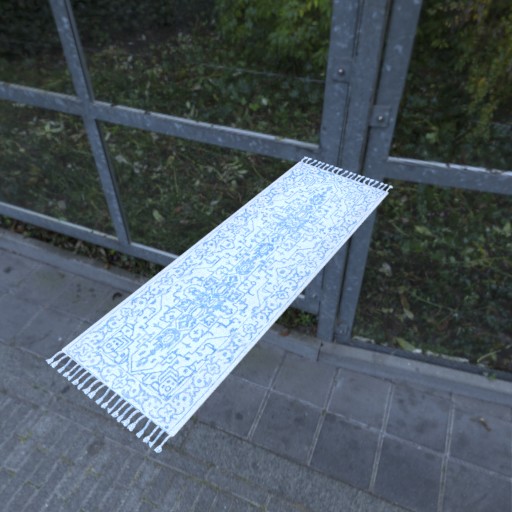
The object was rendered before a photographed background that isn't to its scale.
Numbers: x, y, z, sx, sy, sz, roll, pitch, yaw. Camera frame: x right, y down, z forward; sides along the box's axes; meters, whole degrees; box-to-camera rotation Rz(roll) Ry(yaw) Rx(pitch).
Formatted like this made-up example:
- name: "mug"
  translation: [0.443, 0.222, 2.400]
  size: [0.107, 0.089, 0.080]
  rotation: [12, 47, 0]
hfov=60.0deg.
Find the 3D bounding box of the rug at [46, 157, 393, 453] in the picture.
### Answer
- name: "rug"
  translation: [0.000, 0.000, 2.726]
  size: [0.774, 0.011, 2.449]
  rotation: [26, 48, 26]
